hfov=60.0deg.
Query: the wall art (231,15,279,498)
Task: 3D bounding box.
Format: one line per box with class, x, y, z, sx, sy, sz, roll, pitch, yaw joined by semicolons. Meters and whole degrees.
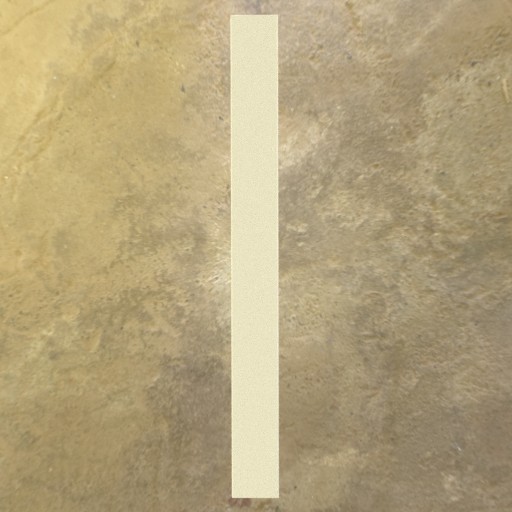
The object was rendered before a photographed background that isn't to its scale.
wall art;0.000;0.000;0.479;0.038;0.259;0.381;0;91;0
